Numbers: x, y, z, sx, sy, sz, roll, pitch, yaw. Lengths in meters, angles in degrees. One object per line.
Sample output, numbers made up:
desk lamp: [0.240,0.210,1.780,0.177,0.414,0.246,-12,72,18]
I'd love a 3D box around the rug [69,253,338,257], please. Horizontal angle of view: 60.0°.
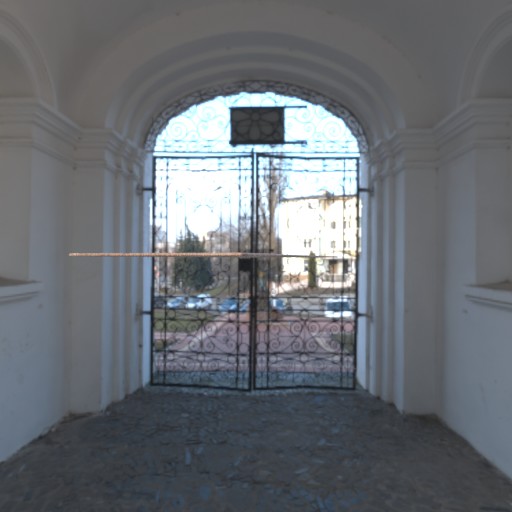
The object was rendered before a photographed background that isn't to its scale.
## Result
rug: [0.000,0.000,2.693,0.685,0.013,2.437,0,0,18]
